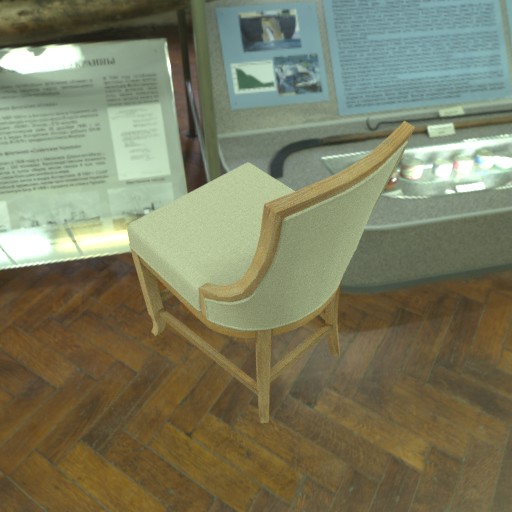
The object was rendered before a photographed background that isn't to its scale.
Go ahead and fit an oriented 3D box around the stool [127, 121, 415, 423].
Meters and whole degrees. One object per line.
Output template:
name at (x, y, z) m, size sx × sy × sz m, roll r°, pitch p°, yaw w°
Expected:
stool at (0.000, 0.000, 1.350) m, size 0.524 × 0.938 × 0.626 m, roll -34°, pitch 54°, yaw -29°
